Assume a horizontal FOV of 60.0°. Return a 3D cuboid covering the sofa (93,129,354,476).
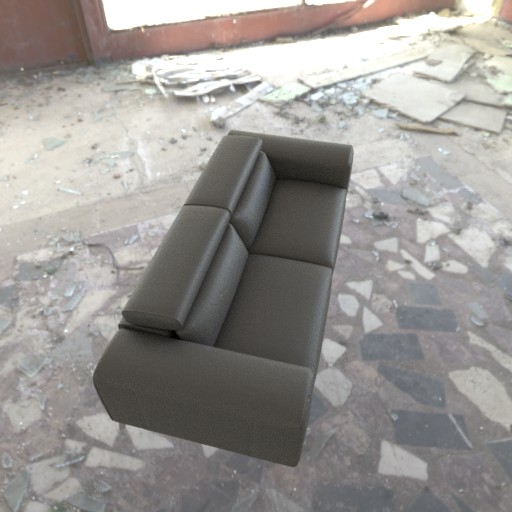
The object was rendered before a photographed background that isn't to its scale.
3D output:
[{"bbox_3d":[0.000,0.000,2.871,1.023,0.759,2.321,10,46,10],"label":"sofa"}]
